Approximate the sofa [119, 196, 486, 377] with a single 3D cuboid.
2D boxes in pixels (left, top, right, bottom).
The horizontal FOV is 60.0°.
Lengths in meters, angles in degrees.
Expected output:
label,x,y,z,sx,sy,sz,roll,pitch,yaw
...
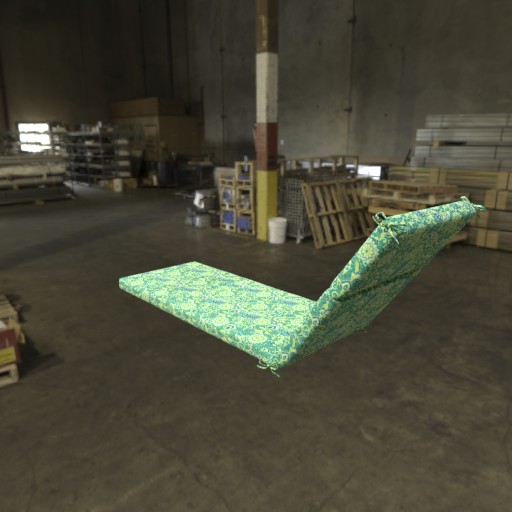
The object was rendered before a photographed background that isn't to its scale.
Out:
label,x,y,z,sx,sy,sz,roll,pitch,yaw
sofa,0.000,0.000,1.942,0.582,0.622,1.663,-13,20,-41
